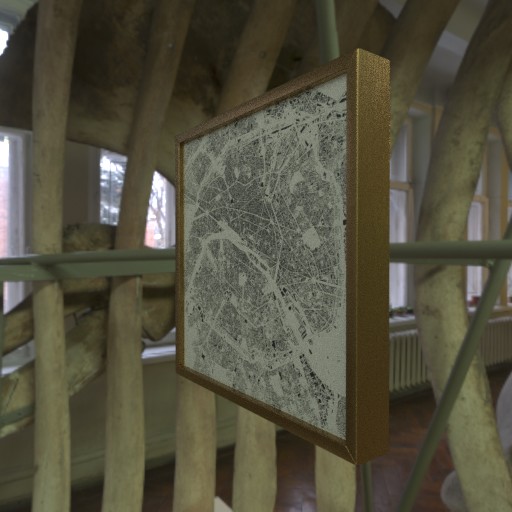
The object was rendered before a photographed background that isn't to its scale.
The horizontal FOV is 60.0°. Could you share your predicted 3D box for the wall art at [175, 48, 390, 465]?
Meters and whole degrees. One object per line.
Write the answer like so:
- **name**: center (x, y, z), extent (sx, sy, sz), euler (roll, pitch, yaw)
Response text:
- **wall art**: center (0.000, 0.000, 0.457), extent (0.037, 0.305, 0.305), euler (0, 1, -36)
